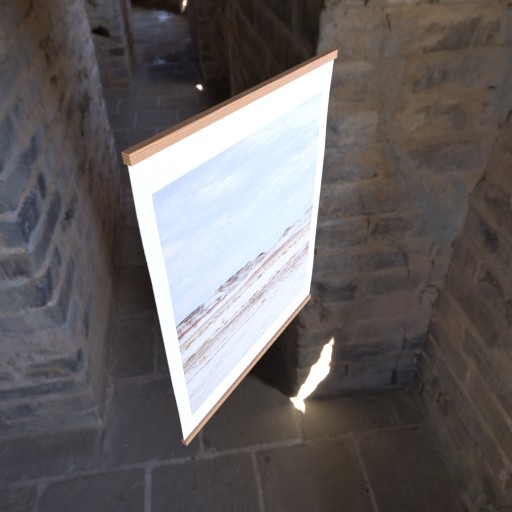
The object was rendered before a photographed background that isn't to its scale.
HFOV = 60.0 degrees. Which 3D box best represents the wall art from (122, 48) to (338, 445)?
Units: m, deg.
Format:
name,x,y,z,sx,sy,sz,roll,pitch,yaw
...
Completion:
name,x,y,z,sx,sy,sz,roll,pitch,yaw
wall art,0.000,0.000,0.678,0.010,0.507,0.404,24,45,26
